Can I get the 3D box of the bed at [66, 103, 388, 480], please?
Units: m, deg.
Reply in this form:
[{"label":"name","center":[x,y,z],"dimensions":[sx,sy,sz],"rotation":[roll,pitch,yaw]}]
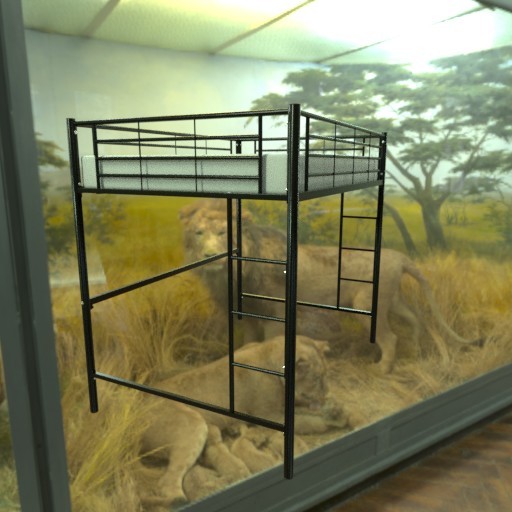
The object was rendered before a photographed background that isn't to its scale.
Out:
[{"label":"bed","center":[0.000,0.000,3.211],"dimensions":[1.397,1.803,1.994],"rotation":[6,13,26]}]
